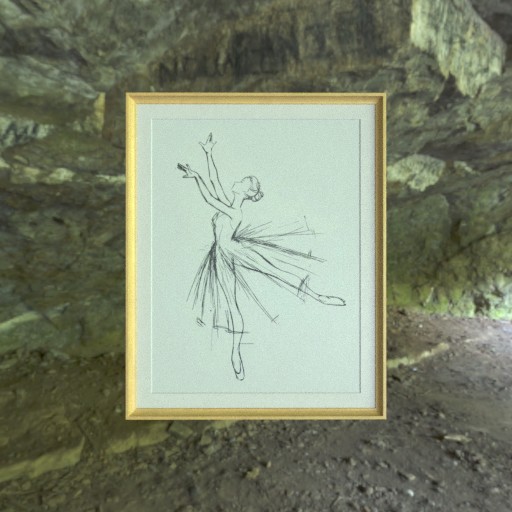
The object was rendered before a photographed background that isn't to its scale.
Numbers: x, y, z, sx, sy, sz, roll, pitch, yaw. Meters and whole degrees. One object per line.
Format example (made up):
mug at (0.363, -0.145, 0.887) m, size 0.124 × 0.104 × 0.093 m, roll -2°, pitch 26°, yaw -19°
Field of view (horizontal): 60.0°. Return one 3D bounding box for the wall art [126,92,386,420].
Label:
wall art at (0.000, 0.000, 1.373) m, size 0.798 × 1.002 × 0.030 m, roll 0°, pitch 0°, yaw 0°
